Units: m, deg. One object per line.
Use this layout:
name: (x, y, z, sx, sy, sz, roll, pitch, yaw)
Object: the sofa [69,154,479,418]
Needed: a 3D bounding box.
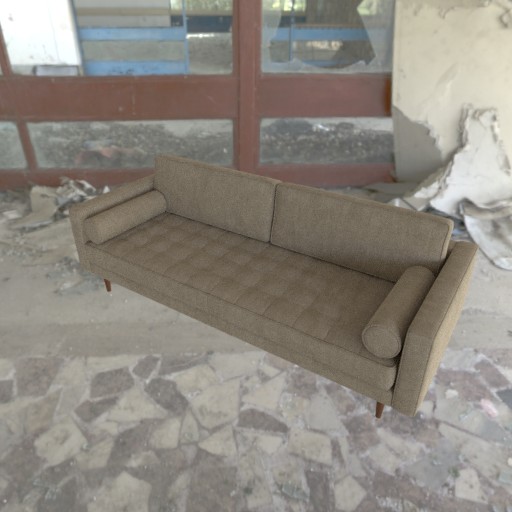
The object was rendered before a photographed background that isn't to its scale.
sofa: (0.000, 0.000, 2.576, 2.200, 0.770, 0.919, 18, 35, 29)
